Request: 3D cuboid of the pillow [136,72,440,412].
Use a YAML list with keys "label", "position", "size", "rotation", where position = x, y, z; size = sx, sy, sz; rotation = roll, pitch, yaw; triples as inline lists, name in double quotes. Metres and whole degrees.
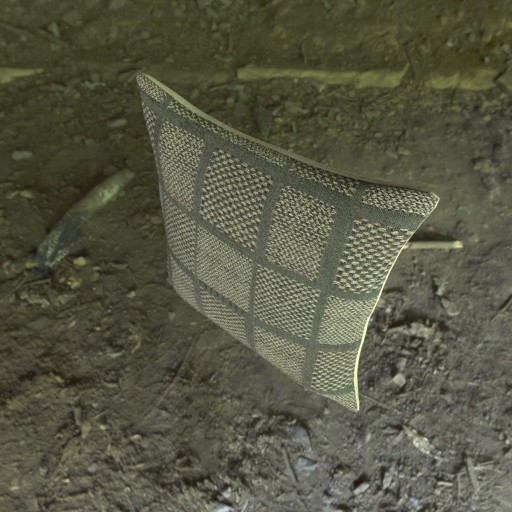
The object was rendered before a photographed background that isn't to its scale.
- label: "pillow"
  position: [0.000, 0.000, 0.659]
  size: [0.435, 0.432, 0.138]
  rotation: [31, 53, 27]
